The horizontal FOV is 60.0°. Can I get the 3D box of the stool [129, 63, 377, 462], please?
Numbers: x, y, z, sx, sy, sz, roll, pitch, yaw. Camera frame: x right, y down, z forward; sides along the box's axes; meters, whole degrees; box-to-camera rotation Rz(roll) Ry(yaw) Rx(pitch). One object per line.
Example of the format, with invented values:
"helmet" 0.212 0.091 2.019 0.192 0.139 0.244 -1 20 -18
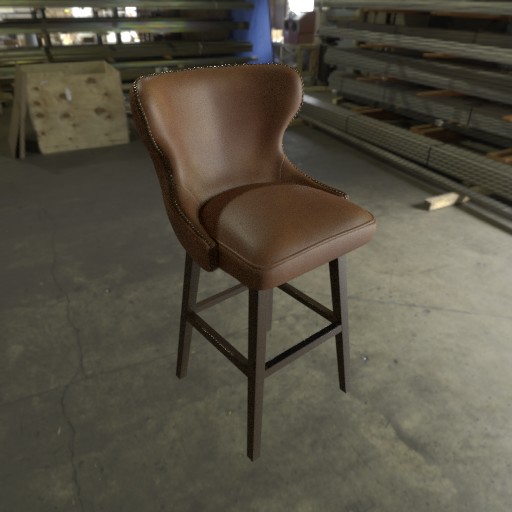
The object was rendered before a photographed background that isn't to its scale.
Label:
"stool" 0.000 0.000 1.440 0.591 1.087 0.606 -22 37 -33
